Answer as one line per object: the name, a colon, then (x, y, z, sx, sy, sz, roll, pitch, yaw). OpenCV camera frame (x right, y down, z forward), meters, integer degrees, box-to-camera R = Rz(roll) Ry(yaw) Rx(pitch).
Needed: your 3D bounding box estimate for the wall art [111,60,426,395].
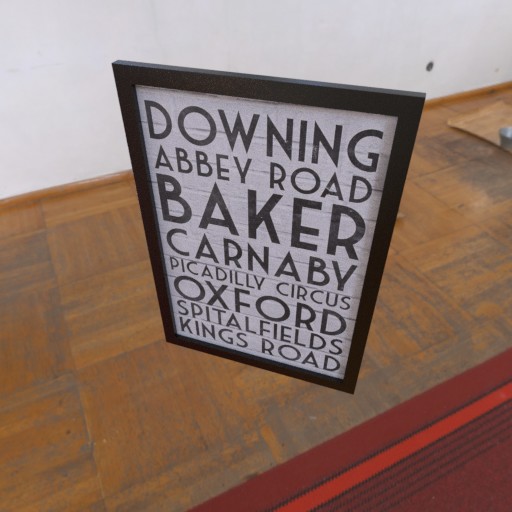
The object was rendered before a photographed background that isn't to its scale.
wall art: (0.000, 0.000, 0.550, 0.304, 0.432, 0.013, 12, 41, 14)
